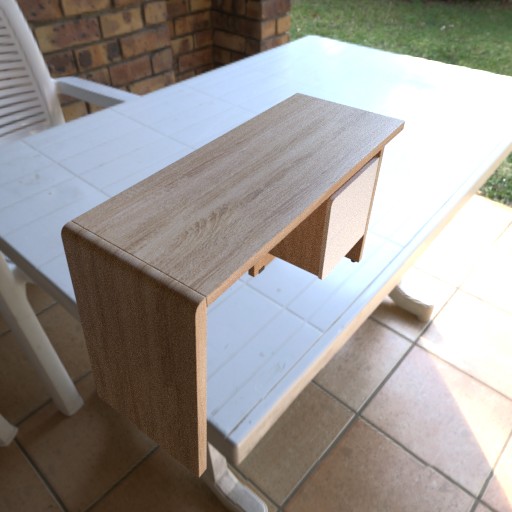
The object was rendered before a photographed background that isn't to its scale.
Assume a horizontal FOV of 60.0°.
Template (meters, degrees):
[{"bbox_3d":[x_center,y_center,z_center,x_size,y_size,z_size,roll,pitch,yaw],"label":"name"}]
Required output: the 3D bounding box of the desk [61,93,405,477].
[{"bbox_3d":[0.000,0.000,1.694,0.500,0.750,1.300,26,47,27],"label":"desk"}]
